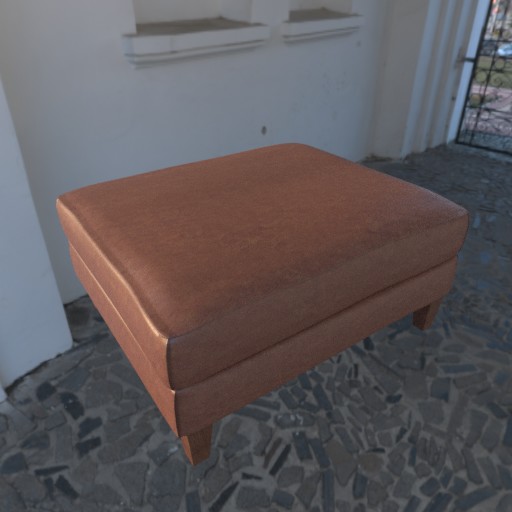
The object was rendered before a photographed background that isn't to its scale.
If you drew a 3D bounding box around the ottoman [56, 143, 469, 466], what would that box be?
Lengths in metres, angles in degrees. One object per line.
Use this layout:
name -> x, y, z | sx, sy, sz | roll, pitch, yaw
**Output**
ottoman -> 0.000, 0.000, 1.418 | 0.987, 0.472, 0.836 | -20, 36, -29
